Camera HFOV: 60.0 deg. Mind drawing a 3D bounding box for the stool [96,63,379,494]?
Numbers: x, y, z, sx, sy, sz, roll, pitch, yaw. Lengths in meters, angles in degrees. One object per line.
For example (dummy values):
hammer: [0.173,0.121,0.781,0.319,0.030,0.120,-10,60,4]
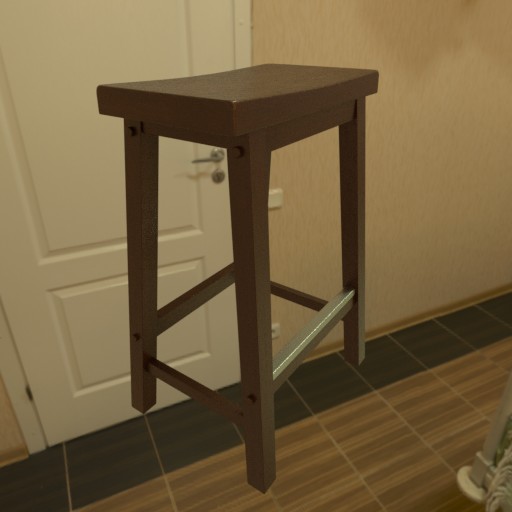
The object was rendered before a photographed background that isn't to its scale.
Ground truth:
stool: [0.000,0.000,0.807,0.322,0.610,0.406,18,33,31]
